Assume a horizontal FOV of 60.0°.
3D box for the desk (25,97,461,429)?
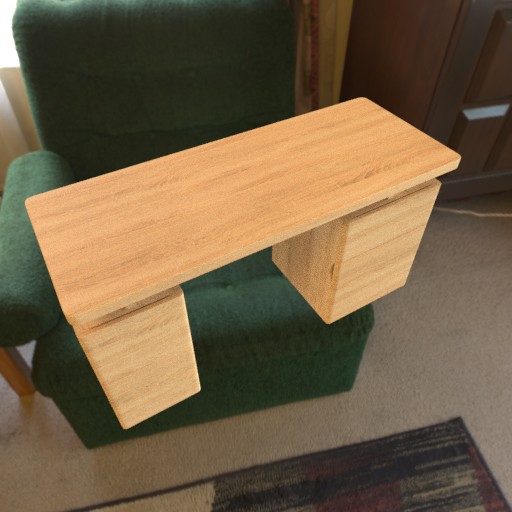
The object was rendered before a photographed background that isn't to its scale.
[{"bbox_3d":[0.000,0.000,1.766,1.400,0.760,0.550,-23,50,-21],"label":"desk"}]
